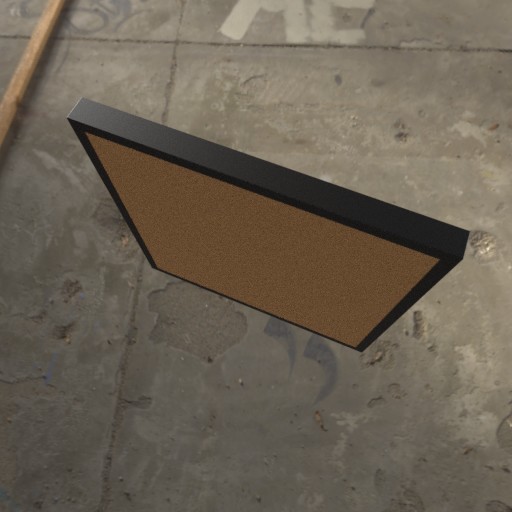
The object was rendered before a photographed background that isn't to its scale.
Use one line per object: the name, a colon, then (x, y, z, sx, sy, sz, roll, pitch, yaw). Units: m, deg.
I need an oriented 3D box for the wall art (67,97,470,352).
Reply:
wall art: (0.000, 0.000, 0.761, 0.506, 0.506, 0.037, 21, 68, 9)
